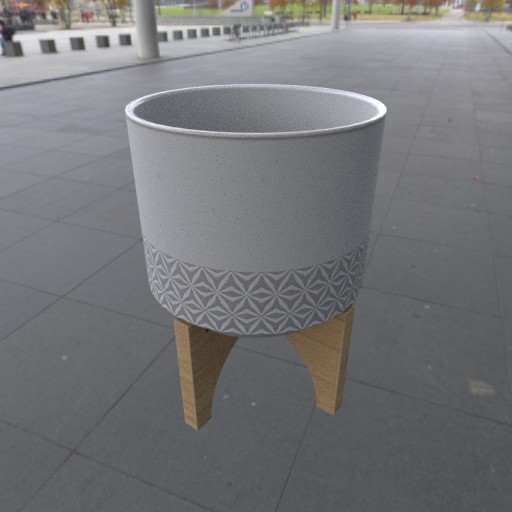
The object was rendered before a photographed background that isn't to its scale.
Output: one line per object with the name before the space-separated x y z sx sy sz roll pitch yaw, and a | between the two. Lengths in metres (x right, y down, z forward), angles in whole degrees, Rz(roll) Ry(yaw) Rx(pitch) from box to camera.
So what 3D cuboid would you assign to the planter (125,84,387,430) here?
planter | 0.000 0.000 0.517 0.249 0.343 0.249 0 29 0
